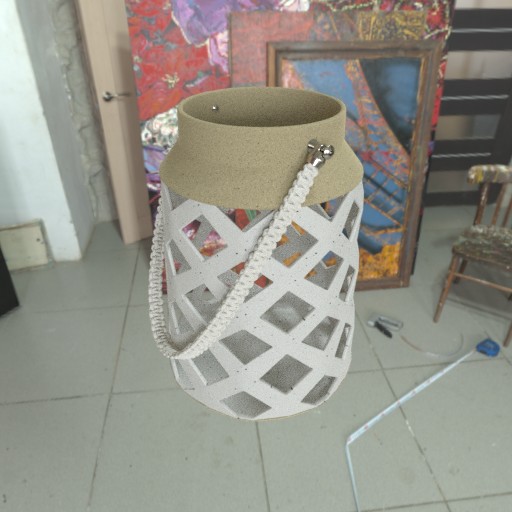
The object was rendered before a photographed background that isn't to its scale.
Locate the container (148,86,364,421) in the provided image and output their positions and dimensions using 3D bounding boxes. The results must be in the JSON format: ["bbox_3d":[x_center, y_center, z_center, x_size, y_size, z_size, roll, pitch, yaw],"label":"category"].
[{"bbox_3d":[0.000,0.000,0.345,0.172,0.229,0.163,-21,38,-30],"label":"container"}]
